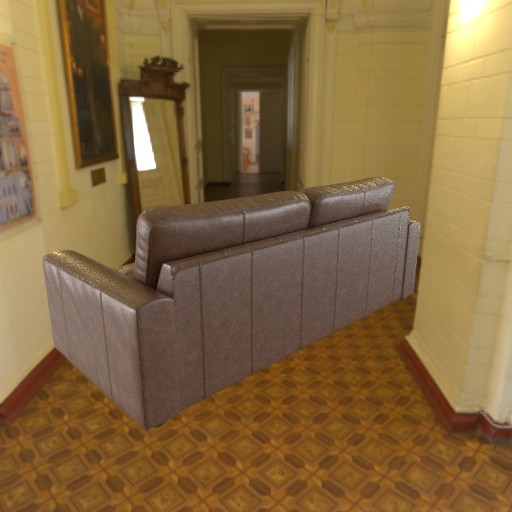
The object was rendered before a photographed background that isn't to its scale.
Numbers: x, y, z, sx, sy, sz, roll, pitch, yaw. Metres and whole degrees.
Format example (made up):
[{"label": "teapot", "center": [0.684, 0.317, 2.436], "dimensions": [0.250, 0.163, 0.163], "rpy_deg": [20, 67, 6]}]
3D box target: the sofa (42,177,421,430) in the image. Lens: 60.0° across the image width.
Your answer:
[{"label": "sofa", "center": [0.000, 0.000, 2.710], "dimensions": [2.179, 0.873, 1.016], "rpy_deg": [-15, 22, -42]}]
